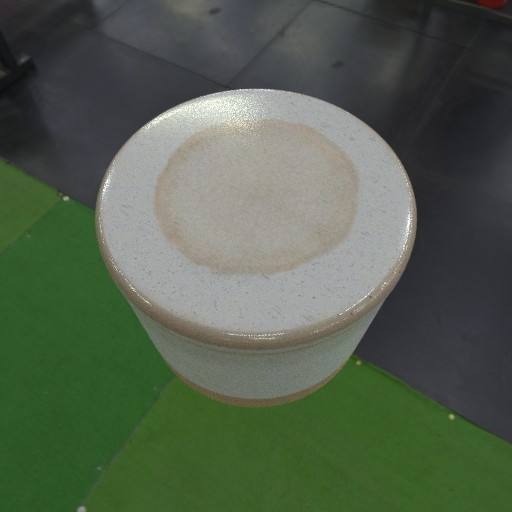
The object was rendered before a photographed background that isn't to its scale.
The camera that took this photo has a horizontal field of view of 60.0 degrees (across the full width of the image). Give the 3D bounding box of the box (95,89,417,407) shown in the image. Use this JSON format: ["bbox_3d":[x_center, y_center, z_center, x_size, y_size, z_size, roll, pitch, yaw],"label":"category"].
[{"bbox_3d":[0.000,0.000,0.263,0.154,0.123,0.154,0,58,0],"label":"box"}]
